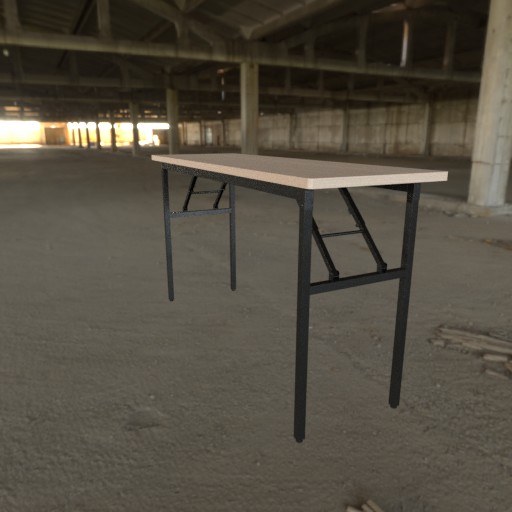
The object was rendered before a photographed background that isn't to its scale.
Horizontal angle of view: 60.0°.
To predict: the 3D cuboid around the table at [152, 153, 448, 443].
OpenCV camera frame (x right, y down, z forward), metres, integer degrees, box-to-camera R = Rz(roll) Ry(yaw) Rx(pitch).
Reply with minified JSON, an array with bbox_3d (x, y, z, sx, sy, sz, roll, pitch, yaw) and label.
[{"bbox_3d":[0.000,0.000,1.782,0.447,0.750,1.397,-8,17,-26],"label":"table"}]
